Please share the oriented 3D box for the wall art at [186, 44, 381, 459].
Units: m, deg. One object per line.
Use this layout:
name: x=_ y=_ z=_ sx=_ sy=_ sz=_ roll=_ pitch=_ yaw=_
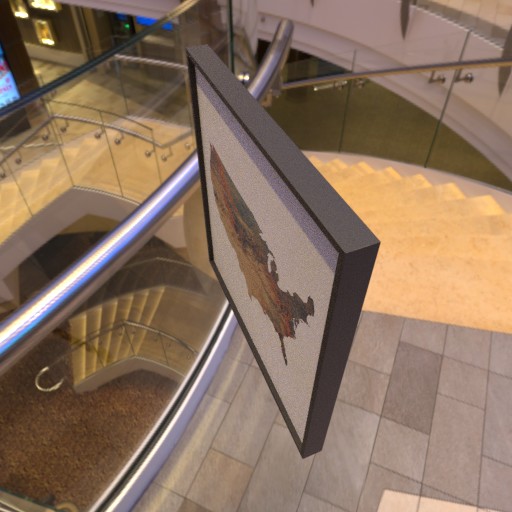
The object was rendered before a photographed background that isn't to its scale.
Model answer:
wall art: x=0.000 y=0.000 z=0.747 sx=0.038 sy=0.507 sz=0.507 roll=-17 pitch=48 yaw=-15
